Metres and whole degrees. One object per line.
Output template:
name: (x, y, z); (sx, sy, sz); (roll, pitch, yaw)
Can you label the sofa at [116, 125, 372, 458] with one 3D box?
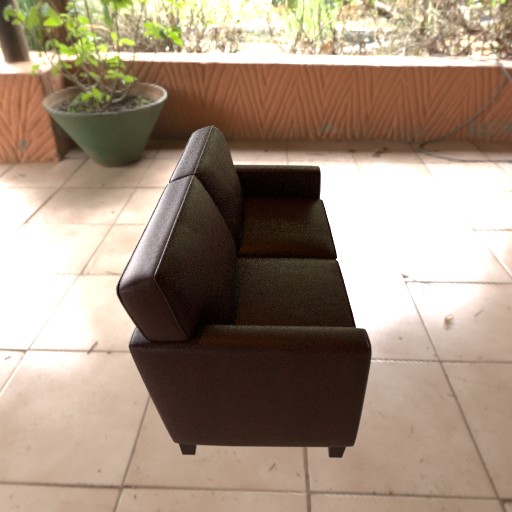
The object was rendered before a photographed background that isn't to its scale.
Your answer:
sofa: (0.000, 0.000, 2.368); (0.912, 0.928, 1.876); (1, 31, 1)
